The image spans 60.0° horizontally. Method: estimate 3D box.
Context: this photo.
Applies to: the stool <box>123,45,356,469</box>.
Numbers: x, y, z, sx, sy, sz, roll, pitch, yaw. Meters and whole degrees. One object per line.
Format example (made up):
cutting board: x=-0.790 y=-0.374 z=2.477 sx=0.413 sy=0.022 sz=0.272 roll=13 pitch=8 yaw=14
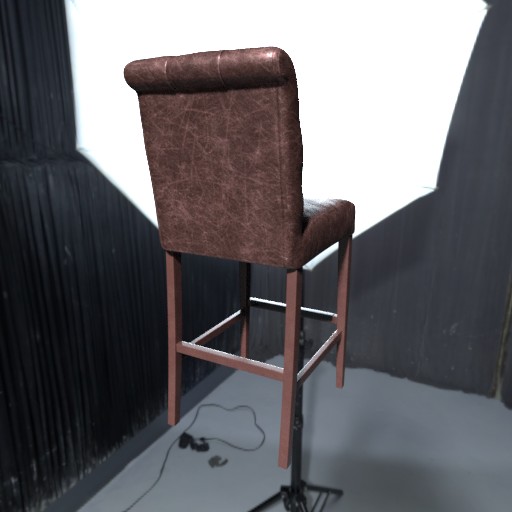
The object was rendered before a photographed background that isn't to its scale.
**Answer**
stool: x=0.000 y=0.000 z=1.477 sx=0.483 sy=1.168 sz=0.659 roll=8 pitch=17 yaw=28
